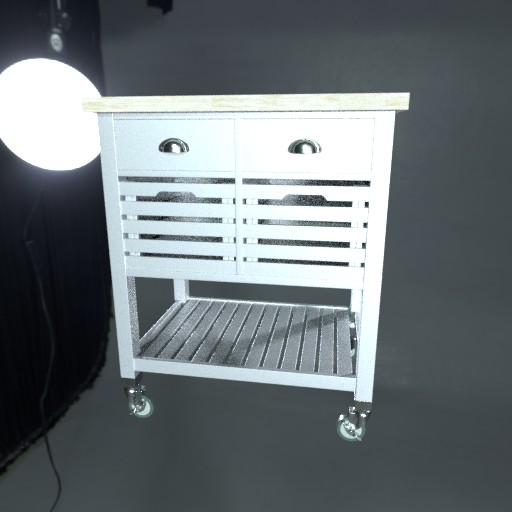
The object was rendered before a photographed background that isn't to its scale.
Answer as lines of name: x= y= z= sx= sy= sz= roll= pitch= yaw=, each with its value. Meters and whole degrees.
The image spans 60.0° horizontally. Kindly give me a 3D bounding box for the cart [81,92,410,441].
cart: x=0.000 y=0.000 z=1.395 sx=0.762 sy=0.914 sz=0.559 roll=3 pitch=16 yaw=9
